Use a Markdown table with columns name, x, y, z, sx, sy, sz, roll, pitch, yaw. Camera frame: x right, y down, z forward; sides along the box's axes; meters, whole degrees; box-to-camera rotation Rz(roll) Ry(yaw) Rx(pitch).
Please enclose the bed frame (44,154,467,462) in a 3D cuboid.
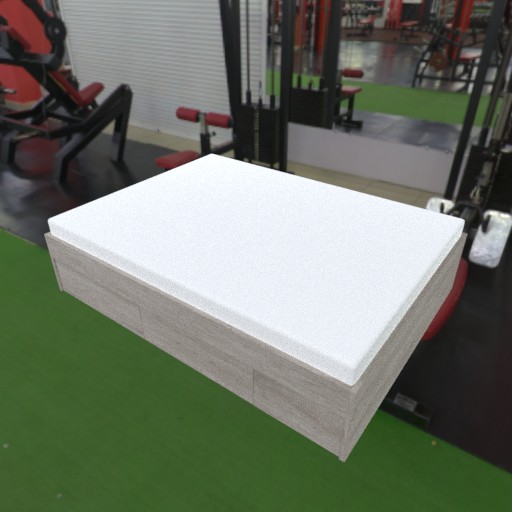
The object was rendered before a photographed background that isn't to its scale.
| name | x | y | z | sx | sy | sz | roll | pitch | yaw |
| --- | --- | --- | --- | --- | --- | --- | --- | --- | --- |
| bed frame | 0.000 | 0.000 | 2.616 | 1.944 | 0.490 | 1.448 | 21 | 38 | 30 |
